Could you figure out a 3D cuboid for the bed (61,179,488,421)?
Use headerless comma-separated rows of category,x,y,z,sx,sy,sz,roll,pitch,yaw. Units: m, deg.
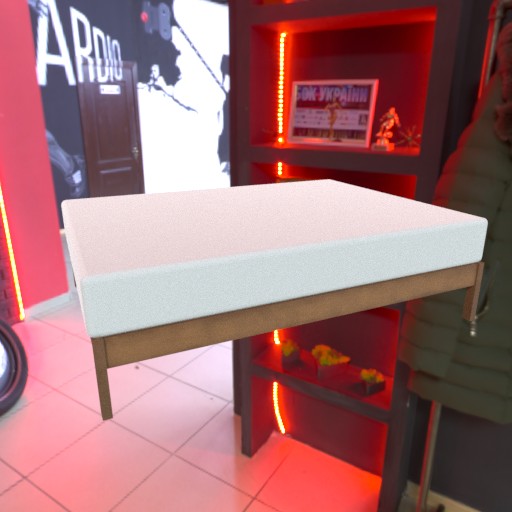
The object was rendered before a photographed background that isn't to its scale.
bed,0.000,0.000,2.684,2.050,0.593,1.529,-8,20,-24
